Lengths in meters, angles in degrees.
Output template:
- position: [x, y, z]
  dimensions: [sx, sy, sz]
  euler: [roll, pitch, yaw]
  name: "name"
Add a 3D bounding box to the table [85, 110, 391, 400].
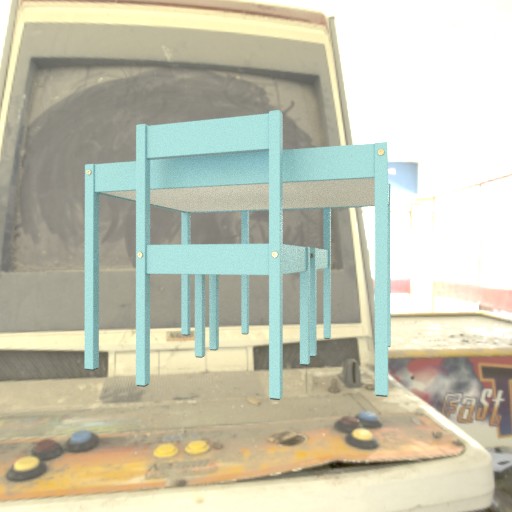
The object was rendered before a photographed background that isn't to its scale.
- position: [0.000, 0.000, 1.108]
  dimensions: [0.639, 0.503, 0.633]
  euler: [0, 0, 17]
  name: "table"
